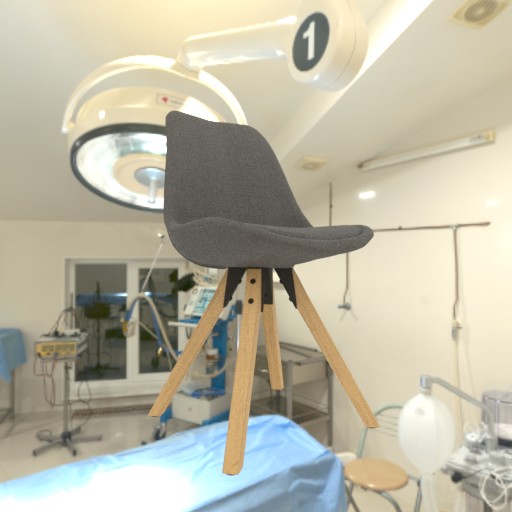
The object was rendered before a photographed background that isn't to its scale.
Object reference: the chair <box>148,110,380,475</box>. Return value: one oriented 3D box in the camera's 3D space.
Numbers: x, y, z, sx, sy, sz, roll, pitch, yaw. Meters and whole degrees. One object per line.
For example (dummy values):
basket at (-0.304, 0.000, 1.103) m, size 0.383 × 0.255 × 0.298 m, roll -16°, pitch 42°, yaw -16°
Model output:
chair at (0.000, 0.000, 1.166) m, size 0.485 × 0.850 × 0.550 m, roll 0°, pitch 0°, yaw -35°
